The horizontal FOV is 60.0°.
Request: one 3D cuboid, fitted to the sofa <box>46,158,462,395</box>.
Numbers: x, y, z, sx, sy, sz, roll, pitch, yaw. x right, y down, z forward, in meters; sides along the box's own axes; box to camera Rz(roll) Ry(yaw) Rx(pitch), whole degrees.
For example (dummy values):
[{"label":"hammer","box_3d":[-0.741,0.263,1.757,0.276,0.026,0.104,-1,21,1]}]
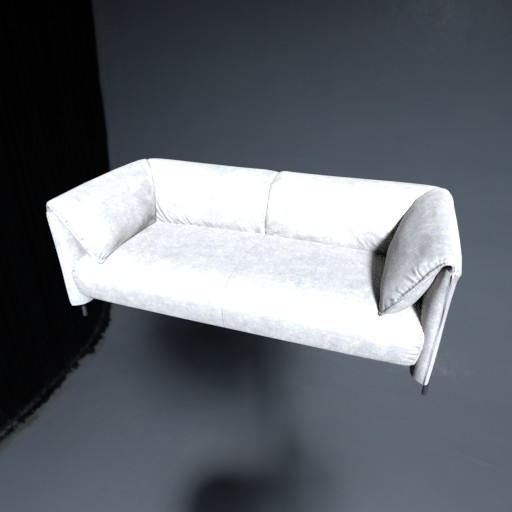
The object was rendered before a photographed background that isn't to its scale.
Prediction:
[{"label":"sofa","box_3d":[0.000,0.000,2.350,1.878,0.747,0.905,9,28,18]}]
